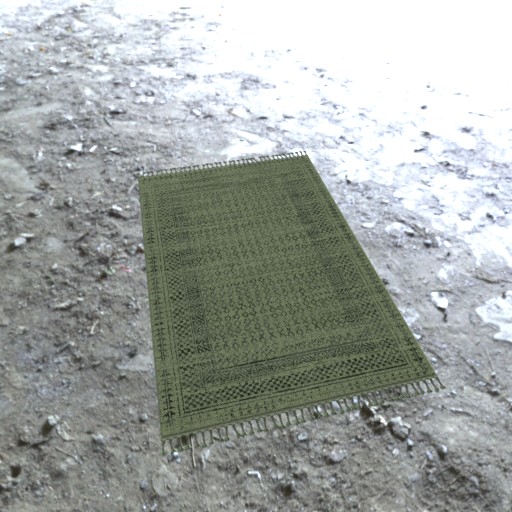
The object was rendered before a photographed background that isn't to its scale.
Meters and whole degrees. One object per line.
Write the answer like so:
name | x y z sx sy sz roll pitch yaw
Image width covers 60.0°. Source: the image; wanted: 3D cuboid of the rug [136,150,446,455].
rug | 0.000 0.000 3.121 1.548 0.013 2.486 -10 46 -9
